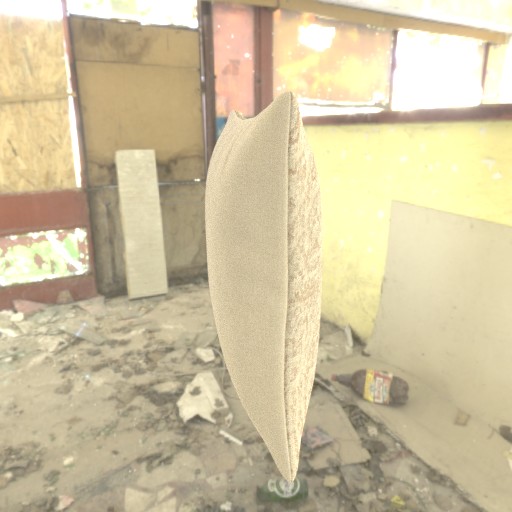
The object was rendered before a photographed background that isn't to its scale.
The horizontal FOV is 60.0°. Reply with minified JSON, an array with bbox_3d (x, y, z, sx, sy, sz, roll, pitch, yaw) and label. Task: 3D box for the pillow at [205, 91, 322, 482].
[{"bbox_3d":[0.000,0.000,0.782,0.166,0.510,0.523,-3,16,-9],"label":"pillow"}]
